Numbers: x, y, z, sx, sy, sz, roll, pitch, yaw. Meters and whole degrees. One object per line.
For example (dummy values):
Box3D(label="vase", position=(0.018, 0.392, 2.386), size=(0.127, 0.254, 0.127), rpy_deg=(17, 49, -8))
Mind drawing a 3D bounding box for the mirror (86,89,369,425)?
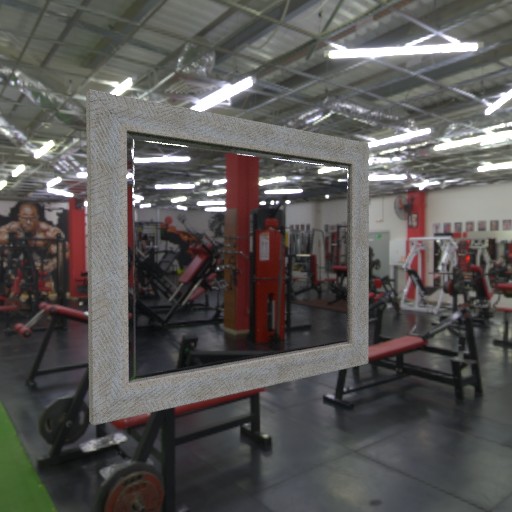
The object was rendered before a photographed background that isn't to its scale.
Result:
Box3D(label="mirror", position=(0.000, 0.000, 1.154), size=(0.839, 0.689, 0.028), rpy_deg=(-1, 2, -35))
